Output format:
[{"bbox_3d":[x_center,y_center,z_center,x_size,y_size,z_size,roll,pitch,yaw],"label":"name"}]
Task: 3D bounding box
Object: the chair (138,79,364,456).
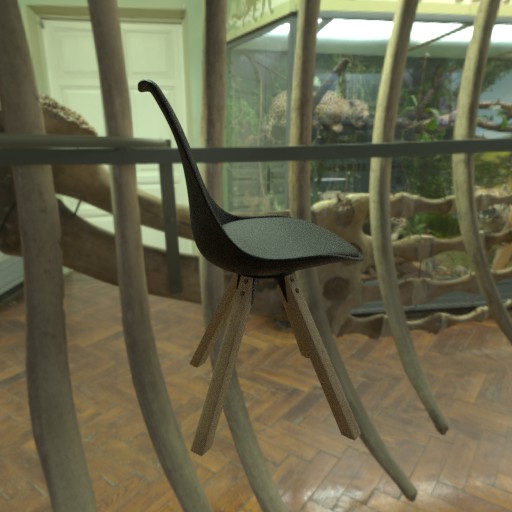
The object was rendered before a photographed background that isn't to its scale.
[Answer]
[{"bbox_3d":[0.000,0.000,1.178,0.549,0.850,0.485,-2,16,-8],"label":"chair"}]
